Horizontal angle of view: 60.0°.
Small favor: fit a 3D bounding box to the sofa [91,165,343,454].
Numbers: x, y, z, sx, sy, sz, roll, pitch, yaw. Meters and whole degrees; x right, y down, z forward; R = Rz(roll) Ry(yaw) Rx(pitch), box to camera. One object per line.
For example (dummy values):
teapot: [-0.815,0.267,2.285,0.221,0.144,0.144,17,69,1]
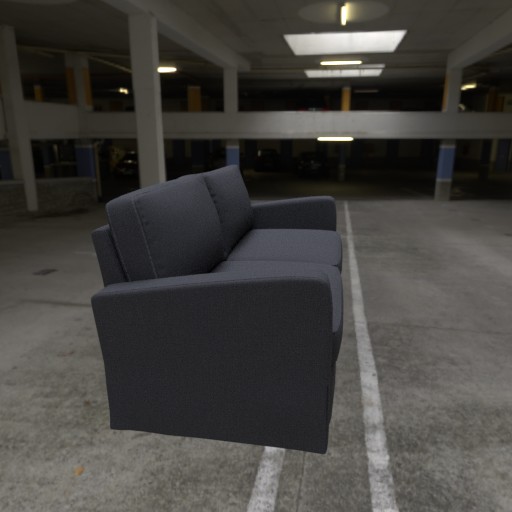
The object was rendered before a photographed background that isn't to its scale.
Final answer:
sofa: [0.000,0.000,2.309,0.898,0.839,1.852,3,16,10]
